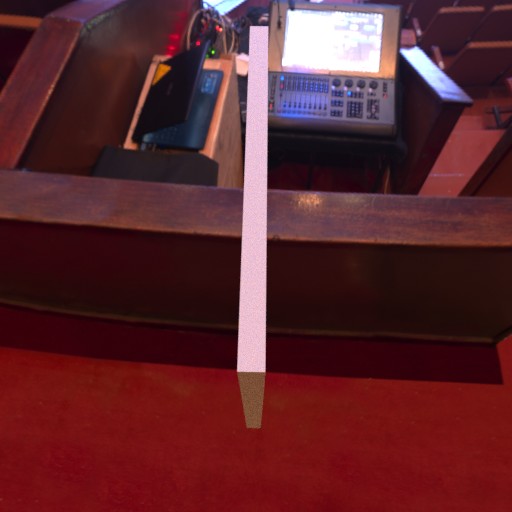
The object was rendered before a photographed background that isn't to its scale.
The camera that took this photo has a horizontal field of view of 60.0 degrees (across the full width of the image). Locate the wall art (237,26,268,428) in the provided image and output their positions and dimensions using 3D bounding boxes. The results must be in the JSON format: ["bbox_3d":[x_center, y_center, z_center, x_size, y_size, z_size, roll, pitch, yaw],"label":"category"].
[{"bbox_3d":[0.000,0.000,1.161,0.041,0.765,0.768,1,63,0],"label":"wall art"}]
